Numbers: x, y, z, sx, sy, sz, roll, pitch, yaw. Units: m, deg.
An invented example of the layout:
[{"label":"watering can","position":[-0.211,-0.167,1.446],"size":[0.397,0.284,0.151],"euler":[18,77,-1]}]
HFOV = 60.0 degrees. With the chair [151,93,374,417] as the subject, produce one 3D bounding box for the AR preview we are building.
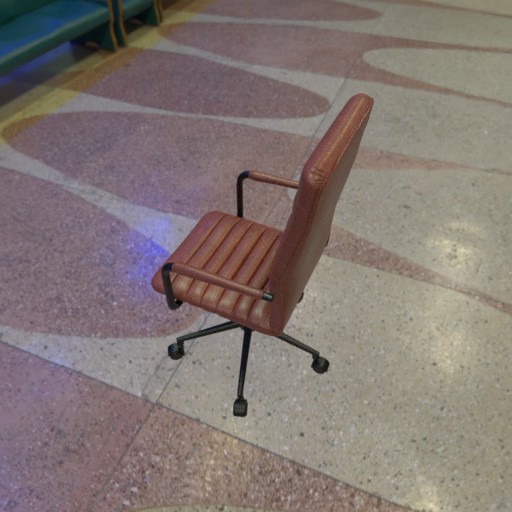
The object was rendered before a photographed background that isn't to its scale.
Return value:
[{"label":"chair","position":[0.000,0.000,1.371],"size":[0.580,0.979,0.608],"euler":[18,48,17]}]
